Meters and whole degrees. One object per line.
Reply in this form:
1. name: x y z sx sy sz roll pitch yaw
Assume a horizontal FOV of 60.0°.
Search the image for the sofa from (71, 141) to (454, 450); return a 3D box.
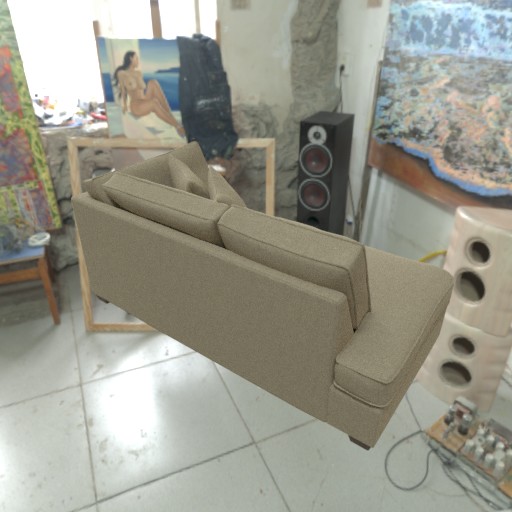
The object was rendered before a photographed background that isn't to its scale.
1. sofa: 0.000 0.000 2.839 2.237 1.033 1.110 20 36 31
